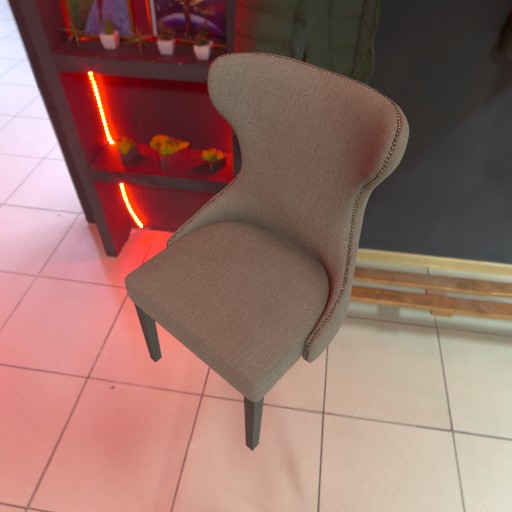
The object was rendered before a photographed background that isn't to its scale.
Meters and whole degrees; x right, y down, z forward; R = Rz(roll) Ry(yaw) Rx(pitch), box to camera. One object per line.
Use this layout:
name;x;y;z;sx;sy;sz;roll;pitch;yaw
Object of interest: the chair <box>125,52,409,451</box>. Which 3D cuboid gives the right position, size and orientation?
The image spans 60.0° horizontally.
chair;0.000;0.000;1.351;0.628;0.967;0.635;32;54;28
